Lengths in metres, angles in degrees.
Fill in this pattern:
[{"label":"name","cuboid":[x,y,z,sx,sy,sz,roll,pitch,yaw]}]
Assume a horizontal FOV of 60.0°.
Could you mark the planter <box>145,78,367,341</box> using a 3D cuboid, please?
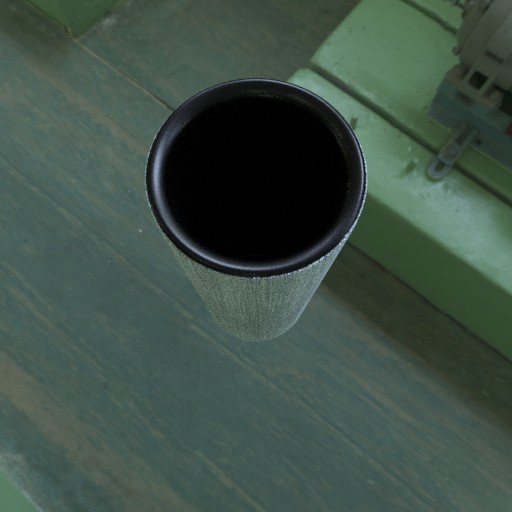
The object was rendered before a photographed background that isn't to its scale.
[{"label":"planter","cuboid":[0.000,0.000,0.326,0.100,0.270,0.100,37,77,10]}]
